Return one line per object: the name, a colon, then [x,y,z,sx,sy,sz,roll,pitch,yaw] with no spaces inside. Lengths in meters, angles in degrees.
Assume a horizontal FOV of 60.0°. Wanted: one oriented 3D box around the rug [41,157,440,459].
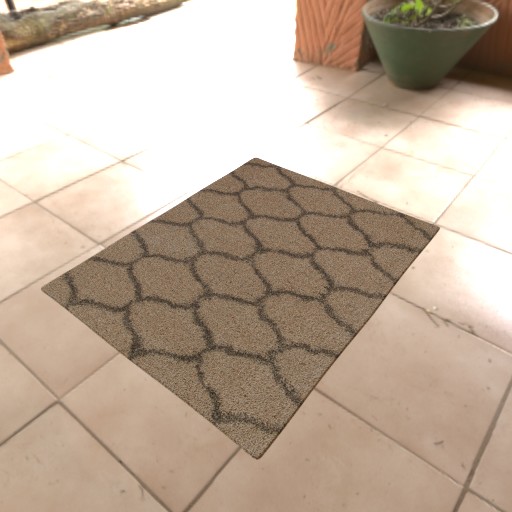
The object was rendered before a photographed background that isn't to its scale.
rug: [0.000,0.000,4.151,2.399,0.026,3.000,27,48,28]
